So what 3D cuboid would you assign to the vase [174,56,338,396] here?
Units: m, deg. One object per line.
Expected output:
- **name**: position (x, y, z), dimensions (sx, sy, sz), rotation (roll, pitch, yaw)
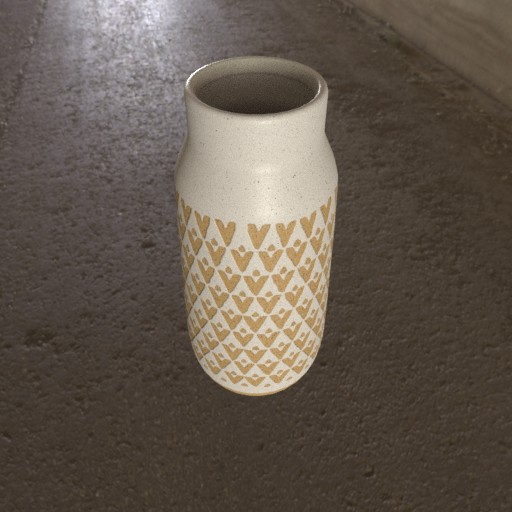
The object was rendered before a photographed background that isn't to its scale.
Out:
- **vase**: position (0.000, 0.000, 0.386), dimensions (0.137, 0.307, 0.137), rotation (0, 45, 0)
